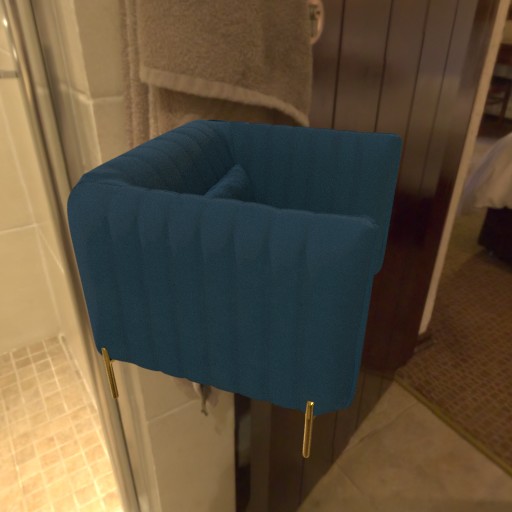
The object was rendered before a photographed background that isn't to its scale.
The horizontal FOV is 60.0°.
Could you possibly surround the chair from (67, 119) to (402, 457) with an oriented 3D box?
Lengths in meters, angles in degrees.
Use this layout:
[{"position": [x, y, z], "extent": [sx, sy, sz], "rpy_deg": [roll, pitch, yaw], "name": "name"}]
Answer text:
[{"position": [0.000, 0.000, 1.624], "extent": [0.877, 0.793, 0.947], "rpy_deg": [10, 31, 17], "name": "chair"}]
